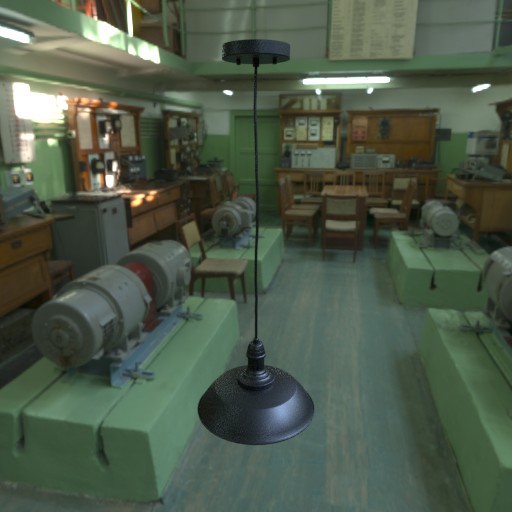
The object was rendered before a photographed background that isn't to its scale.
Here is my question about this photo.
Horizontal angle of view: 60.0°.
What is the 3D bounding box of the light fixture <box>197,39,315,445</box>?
[{"bbox_3d":[0.000,0.000,1.144,0.331,0.993,0.331,3,16,9],"label":"light fixture"}]
